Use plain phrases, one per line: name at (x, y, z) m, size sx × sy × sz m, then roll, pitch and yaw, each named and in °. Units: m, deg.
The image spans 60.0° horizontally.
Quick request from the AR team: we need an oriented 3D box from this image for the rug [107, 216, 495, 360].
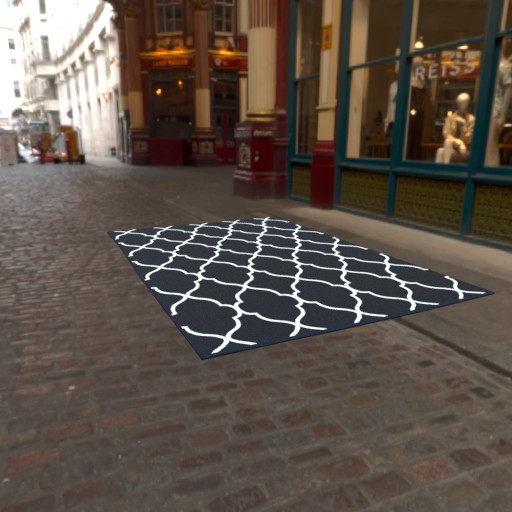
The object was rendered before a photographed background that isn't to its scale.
rug at (0.000, 0.000, 2.849) m, size 1.528 × 0.014 × 2.294 m, roll -7°, pitch 17°, yaw -25°
